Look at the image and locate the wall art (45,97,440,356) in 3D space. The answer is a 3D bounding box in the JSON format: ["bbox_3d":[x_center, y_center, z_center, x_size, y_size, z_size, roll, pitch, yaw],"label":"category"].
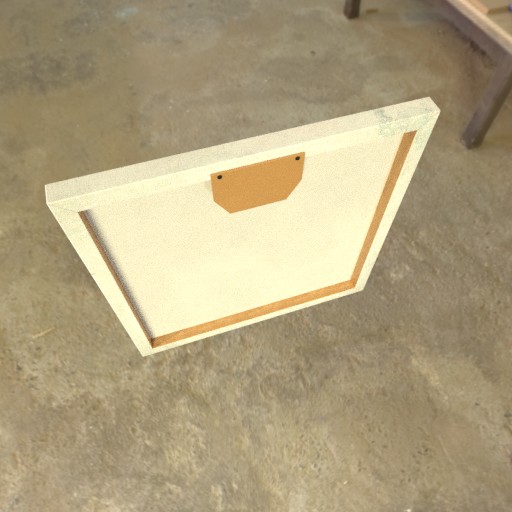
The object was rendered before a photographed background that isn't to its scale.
[{"bbox_3d":[0.000,0.000,0.912,0.605,0.605,0.044,-15,59,-10],"label":"wall art"}]
